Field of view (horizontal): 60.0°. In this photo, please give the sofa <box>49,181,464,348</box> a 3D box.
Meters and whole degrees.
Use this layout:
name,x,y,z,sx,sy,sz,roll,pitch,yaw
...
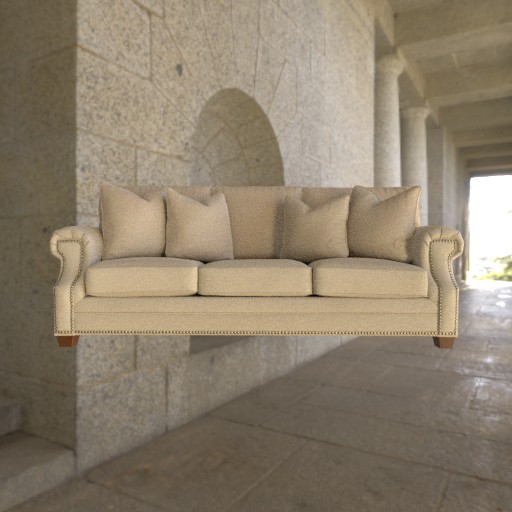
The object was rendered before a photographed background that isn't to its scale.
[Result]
name,x,y,z,sx,sy,sz,roll,pitch,yaw
sofa,0.000,0.000,2.803,2.312,0.975,0.965,0,0,1
